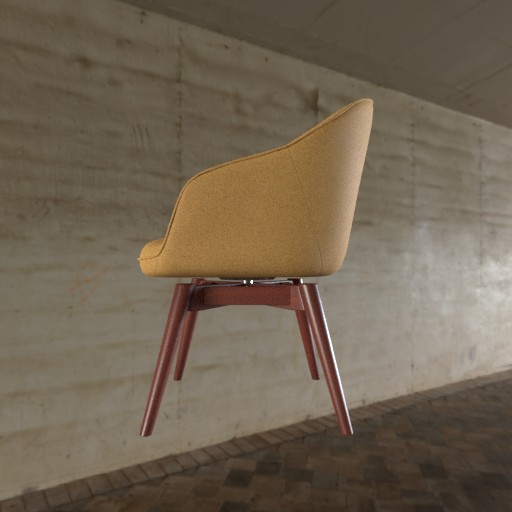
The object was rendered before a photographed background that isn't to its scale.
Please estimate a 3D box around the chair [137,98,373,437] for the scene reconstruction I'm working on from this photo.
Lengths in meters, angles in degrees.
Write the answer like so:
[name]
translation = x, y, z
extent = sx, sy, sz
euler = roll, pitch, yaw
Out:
[chair]
translation = 0.000, 0.000, 1.258
extent = 0.635, 0.823, 0.596
euler = 0, 0, -1
